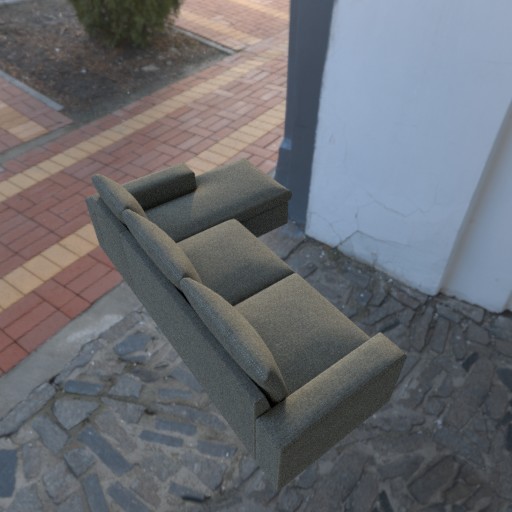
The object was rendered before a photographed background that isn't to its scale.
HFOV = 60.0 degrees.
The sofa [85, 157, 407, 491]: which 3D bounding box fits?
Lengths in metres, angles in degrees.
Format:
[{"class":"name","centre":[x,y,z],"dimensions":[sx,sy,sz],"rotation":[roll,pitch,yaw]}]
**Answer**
[{"class":"sofa","centre":[0.000,0.000,3.488],"dimensions":[1.689,0.940,2.718],"rotation":[-27,49,-26]}]
